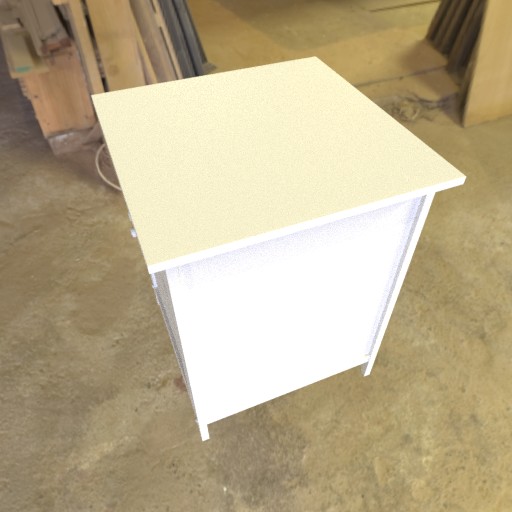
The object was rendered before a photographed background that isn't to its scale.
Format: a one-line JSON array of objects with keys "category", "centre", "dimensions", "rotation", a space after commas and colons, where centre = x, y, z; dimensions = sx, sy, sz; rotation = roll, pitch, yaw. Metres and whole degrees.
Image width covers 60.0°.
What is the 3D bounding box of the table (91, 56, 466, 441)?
[{"category": "table", "centre": [0.000, 0.000, 0.768], "dimensions": [0.381, 0.483, 0.381], "rotation": [-16, 48, -15]}]
